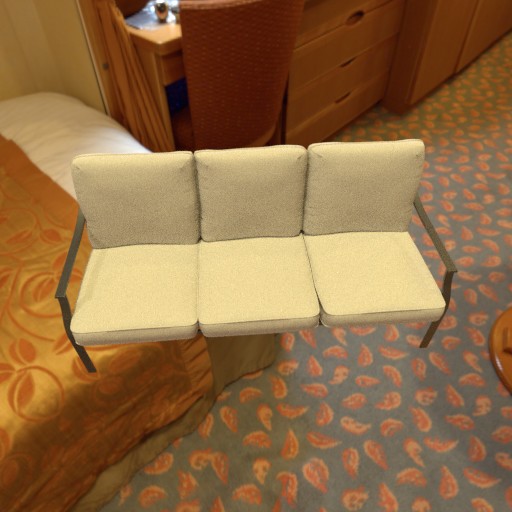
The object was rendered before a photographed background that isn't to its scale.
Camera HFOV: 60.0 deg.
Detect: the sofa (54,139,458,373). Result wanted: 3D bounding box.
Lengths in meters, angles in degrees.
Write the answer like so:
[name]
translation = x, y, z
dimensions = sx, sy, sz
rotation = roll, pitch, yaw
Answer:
[sofa]
translation = 0.000, 0.000, 2.178
dimensions = 1.740, 0.860, 0.787
rotation = -4, 48, -3
